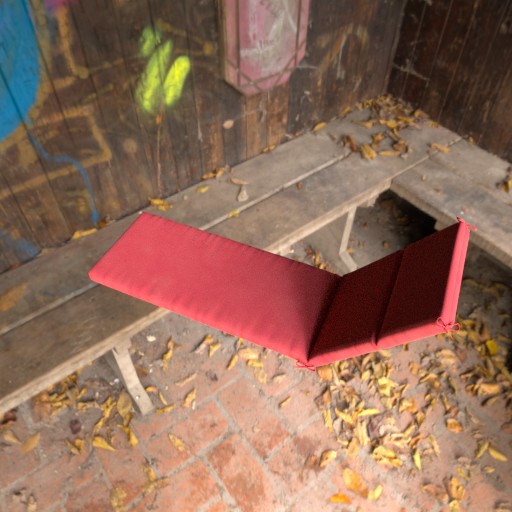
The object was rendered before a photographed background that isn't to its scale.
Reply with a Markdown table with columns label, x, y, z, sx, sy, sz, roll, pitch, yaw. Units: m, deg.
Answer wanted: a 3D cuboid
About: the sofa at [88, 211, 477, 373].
| label | x | y | z | sx | sy | sz | roll | pitch | yaw |
| --- | --- | --- | --- | --- | --- | --- | --- | --- | --- |
| sofa | 0.000 | 0.000 | 2.004 | 1.663 | 0.622 | 0.582 | 18 | 50 | 16 |
